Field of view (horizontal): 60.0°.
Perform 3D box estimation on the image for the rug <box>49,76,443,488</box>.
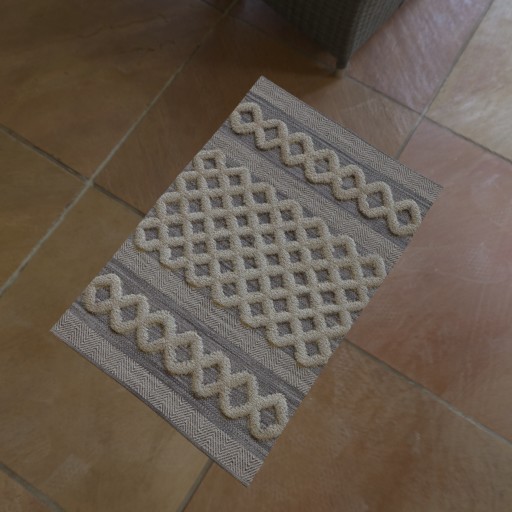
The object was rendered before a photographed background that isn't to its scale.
[{"bbox_3d":[0.000,0.000,2.295,1.222,0.030,1.823,35,77,9],"label":"rug"}]
